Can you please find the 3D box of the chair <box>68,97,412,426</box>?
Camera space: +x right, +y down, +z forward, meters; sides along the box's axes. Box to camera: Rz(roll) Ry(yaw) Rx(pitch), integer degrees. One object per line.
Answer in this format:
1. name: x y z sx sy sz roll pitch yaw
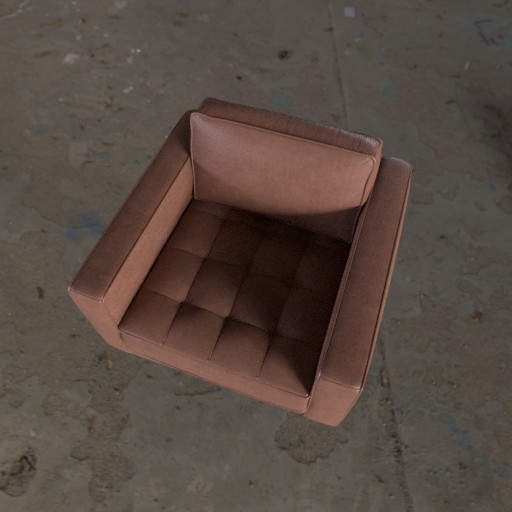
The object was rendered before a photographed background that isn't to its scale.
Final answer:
1. chair: 0.000 0.000 1.579 0.920 0.770 0.900 17 59 10
